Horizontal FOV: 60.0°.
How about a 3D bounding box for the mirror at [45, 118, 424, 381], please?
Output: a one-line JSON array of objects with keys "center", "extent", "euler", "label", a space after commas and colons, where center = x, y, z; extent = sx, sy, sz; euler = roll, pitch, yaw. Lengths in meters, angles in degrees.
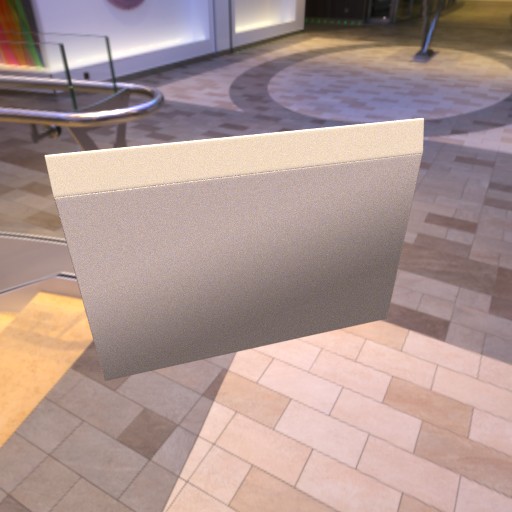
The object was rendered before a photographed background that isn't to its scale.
[{"center": [0.000, 0.000, 1.150], "extent": [0.870, 0.630, 0.030], "euler": [-10, 35, -14], "label": "mirror"}]
